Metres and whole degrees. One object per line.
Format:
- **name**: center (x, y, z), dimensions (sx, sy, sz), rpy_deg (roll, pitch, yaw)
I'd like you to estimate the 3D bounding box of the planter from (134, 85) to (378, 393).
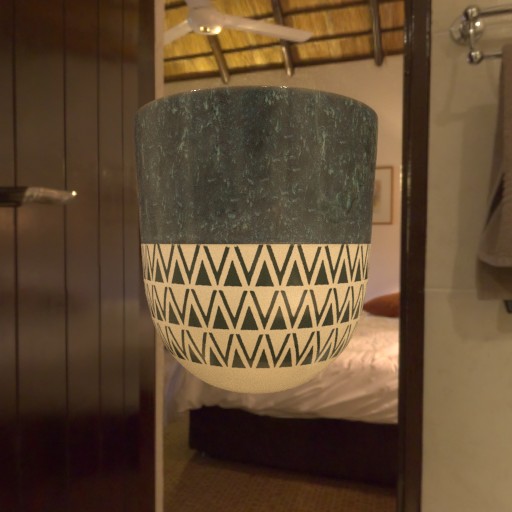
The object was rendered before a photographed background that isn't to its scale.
- **planter**: center (0.000, 0.000, 0.369), dimensions (0.195, 0.214, 0.195), rpy_deg (0, 2, 0)
